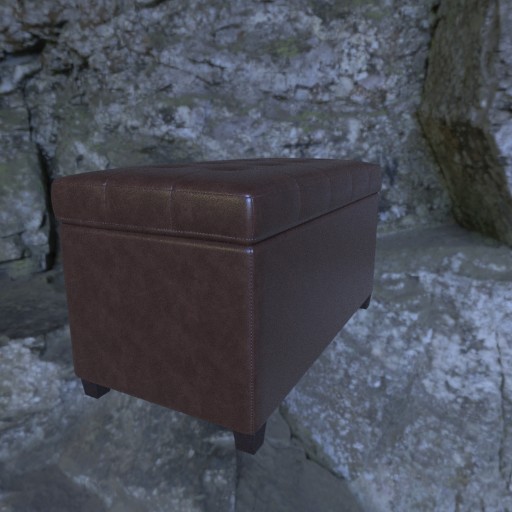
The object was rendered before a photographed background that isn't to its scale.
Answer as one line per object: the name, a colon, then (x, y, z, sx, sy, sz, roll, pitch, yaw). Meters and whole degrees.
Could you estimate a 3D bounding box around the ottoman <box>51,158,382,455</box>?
ottoman: (0.000, 0.000, 1.121, 0.432, 0.470, 0.838, 7, 16, 27)
